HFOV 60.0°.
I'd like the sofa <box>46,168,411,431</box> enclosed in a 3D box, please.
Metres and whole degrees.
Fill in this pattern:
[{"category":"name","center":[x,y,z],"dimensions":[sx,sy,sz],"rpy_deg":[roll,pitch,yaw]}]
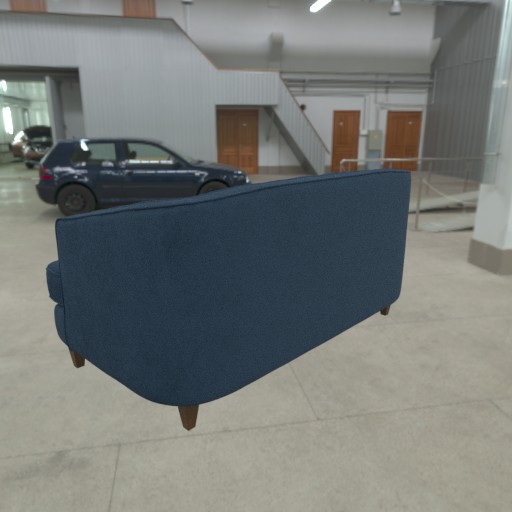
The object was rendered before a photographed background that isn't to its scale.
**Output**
[{"category":"sofa","center":[0.000,0.000,2.207],"dimensions":[0.941,0.854,1.733],"rpy_deg":[15,22,42]}]
